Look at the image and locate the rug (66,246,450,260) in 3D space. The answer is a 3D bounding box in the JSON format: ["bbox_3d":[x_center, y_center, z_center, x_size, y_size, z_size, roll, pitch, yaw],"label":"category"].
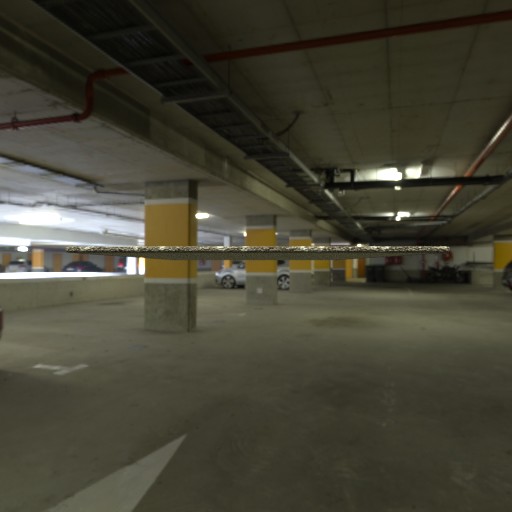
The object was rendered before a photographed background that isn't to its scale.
[{"bbox_3d":[0.000,0.000,3.402,1.778,0.030,2.743,0,-1,0],"label":"rug"}]
